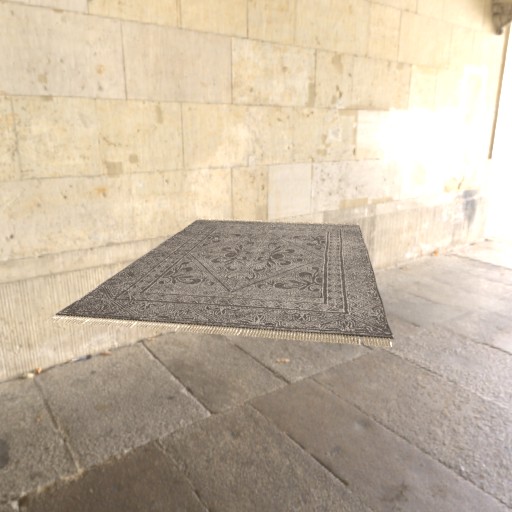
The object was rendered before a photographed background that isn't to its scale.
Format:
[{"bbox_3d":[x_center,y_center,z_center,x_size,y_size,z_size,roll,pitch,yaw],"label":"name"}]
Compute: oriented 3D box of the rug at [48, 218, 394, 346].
[{"bbox_3d":[0.000,0.000,3.032,1.529,0.010,2.440,3,16,9],"label":"rug"}]
